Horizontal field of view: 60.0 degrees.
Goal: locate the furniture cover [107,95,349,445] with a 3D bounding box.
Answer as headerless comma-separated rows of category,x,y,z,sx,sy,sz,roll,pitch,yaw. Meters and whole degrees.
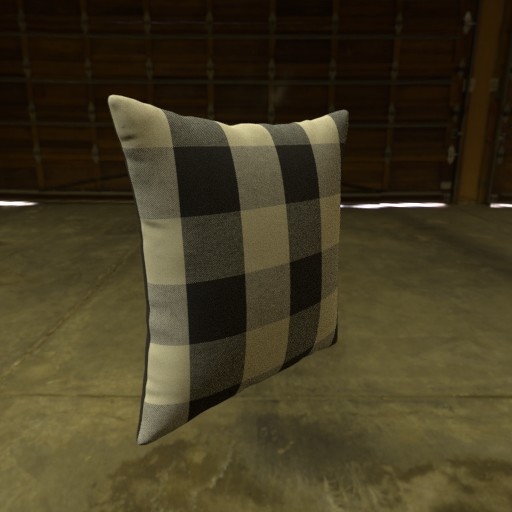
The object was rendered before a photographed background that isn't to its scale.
furniture cover,0.000,0.000,0.784,0.511,0.509,0.161,-15,21,-43
